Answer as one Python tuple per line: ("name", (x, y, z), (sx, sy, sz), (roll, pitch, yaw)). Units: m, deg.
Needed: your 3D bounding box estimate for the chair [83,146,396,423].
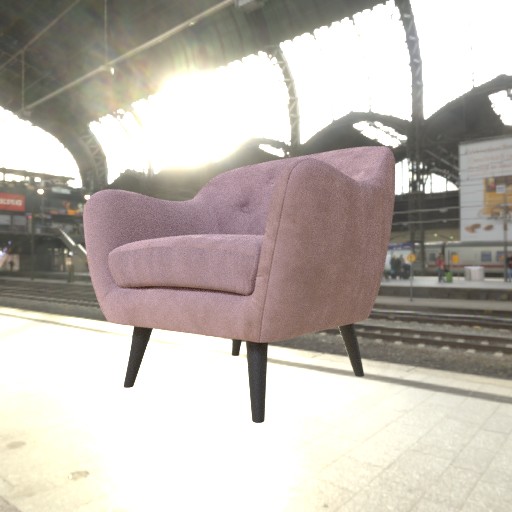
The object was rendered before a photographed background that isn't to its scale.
("chair", (0.000, 0.000, 1.506), (0.840, 0.820, 0.820), (-1, -1, 37))
